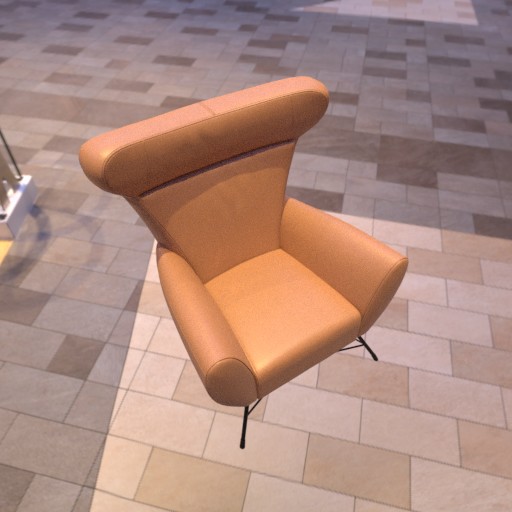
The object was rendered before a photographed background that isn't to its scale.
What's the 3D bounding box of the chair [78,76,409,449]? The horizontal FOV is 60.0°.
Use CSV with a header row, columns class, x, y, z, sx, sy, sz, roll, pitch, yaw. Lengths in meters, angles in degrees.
class,x,y,z,sx,sy,sz,roll,pitch,yaw
chair,0.000,0.000,1.786,0.980,1.050,0.900,-25,52,-22
